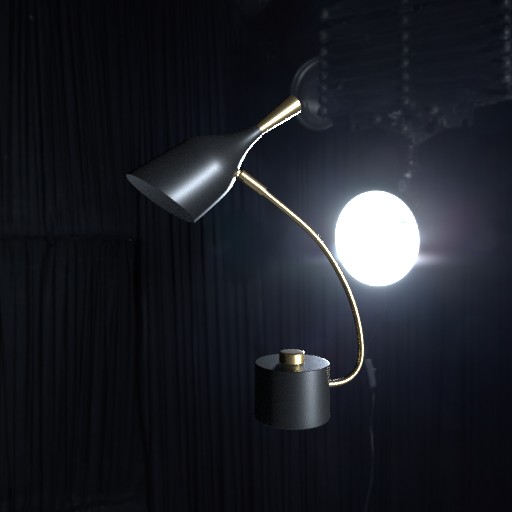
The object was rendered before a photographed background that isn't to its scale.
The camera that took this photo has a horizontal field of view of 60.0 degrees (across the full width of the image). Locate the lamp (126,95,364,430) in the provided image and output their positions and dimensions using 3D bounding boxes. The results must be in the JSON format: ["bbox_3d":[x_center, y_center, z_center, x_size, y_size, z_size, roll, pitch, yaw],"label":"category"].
[{"bbox_3d":[0.000,0.000,0.626,0.352,0.464,0.110,0,1,-19],"label":"lamp"}]
